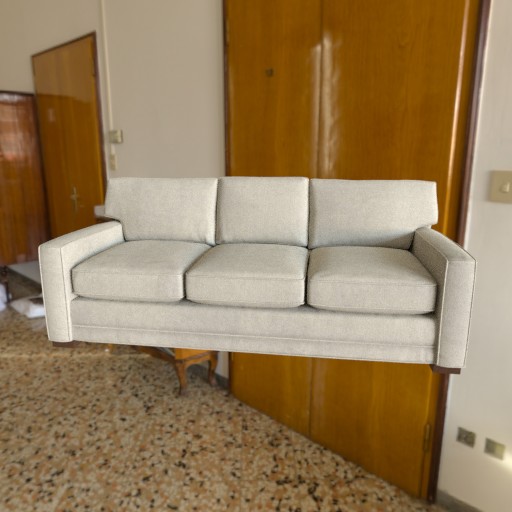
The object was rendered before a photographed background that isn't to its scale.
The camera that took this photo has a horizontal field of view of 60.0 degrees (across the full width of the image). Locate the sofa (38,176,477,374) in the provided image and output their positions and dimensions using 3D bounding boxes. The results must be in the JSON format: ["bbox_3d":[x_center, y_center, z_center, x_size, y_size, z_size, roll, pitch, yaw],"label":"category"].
[{"bbox_3d":[0.000,0.000,2.534,2.093,0.862,0.936,2,13,8],"label":"sofa"}]
